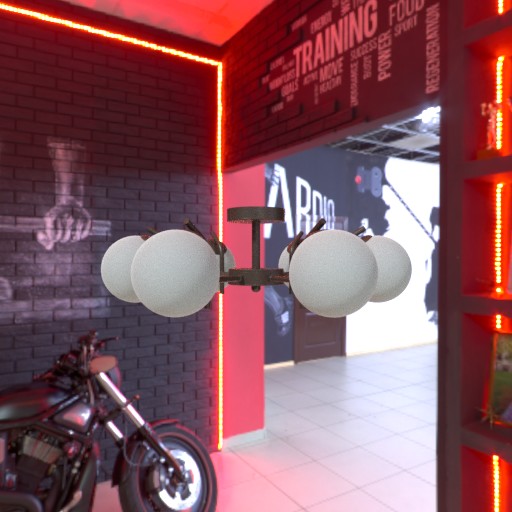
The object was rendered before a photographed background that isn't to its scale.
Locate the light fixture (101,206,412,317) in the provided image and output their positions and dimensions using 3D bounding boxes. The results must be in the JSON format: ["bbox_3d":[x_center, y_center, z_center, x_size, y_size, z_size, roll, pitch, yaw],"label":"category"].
[{"bbox_3d":[0.000,0.000,0.957,0.662,0.201,0.662,0,0,0],"label":"light fixture"}]
